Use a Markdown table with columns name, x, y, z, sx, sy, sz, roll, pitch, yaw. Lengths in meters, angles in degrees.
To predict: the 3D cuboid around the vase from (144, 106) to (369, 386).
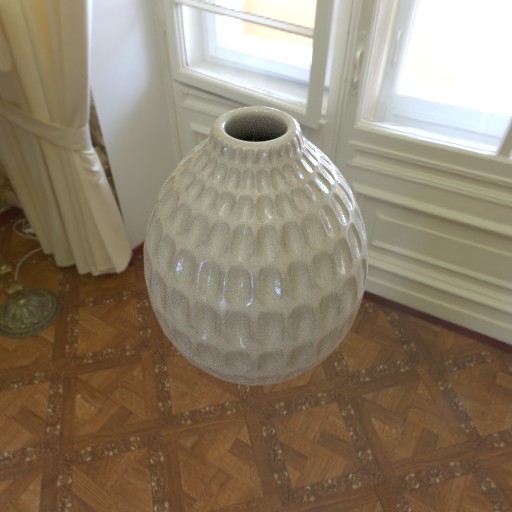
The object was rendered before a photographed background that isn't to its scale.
| name | x | y | z | sx | sy | sz | roll | pitch | yaw |
| --- | --- | --- | --- | --- | --- | --- | --- | --- | --- |
| vase | 0.000 | 0.000 | 0.258 | 0.128 | 0.167 | 0.128 | 0 | 45 | 0 |
